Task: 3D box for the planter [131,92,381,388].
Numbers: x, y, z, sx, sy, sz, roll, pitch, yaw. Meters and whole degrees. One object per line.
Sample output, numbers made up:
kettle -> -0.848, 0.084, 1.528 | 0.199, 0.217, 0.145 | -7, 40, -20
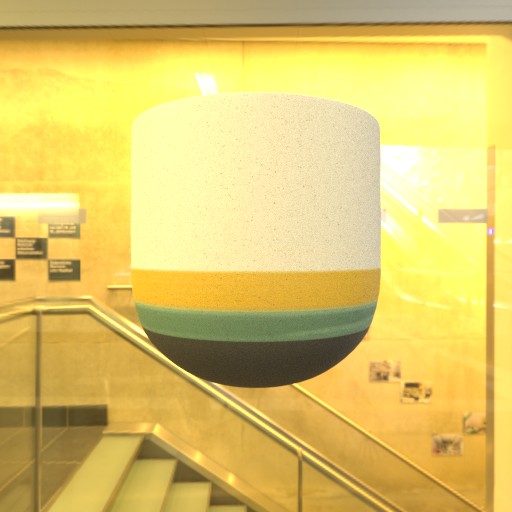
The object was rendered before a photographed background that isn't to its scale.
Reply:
planter -> 0.000, 0.000, 0.494 | 0.268, 0.270, 0.268 | 0, 0, 0
